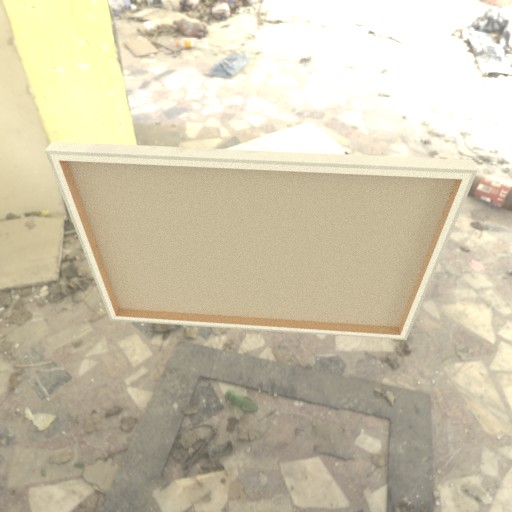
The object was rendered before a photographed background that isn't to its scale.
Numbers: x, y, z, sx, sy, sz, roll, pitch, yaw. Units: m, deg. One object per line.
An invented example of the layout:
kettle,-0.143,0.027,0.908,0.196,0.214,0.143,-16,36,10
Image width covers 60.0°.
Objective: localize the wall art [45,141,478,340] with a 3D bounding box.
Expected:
wall art,0.000,0.000,1.164,0.915,0.610,0.038,3,45,3
